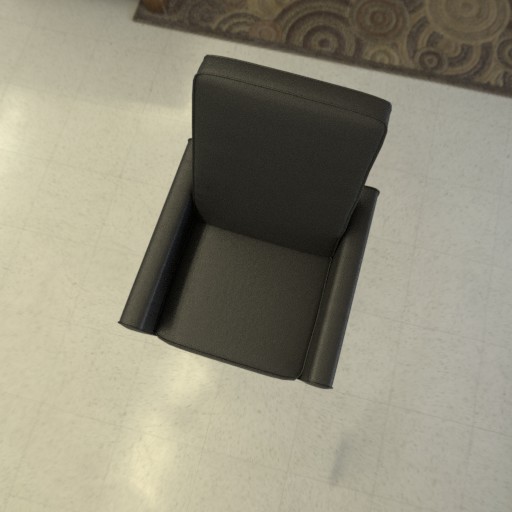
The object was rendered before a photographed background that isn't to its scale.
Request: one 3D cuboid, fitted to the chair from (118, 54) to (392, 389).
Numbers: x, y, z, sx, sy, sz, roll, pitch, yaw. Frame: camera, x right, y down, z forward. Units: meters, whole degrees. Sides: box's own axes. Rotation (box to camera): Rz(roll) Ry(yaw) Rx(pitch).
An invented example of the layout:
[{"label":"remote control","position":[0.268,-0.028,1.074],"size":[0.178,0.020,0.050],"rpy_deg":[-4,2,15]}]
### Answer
[{"label":"chair","position":[0.000,0.000,1.518],"size":[0.705,1.013,0.746],"rpy_deg":[16,77,4]}]
